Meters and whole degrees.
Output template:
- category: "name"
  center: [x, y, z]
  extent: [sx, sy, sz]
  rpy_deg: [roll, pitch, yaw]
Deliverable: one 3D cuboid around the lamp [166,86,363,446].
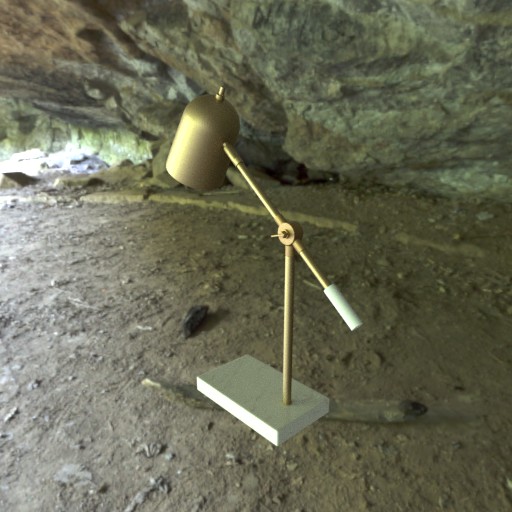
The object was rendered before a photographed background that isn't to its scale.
- category: "lamp"
  center: [0.000, 0.000, 0.823]
  extent: [0.144, 0.603, 0.471]
  rpy_deg: [-15, 22, -41]
